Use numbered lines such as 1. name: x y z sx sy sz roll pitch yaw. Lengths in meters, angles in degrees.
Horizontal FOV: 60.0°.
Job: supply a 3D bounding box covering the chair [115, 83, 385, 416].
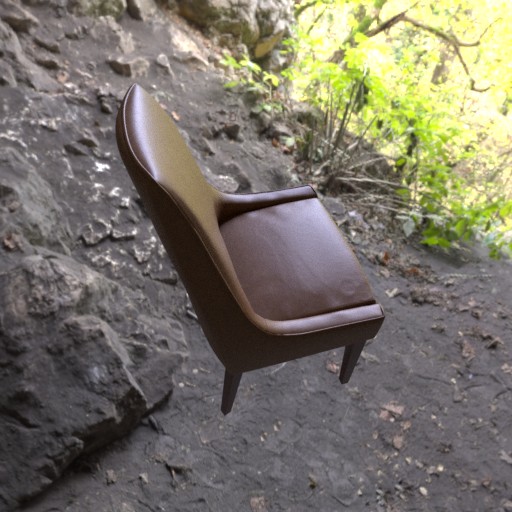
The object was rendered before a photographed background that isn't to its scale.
1. chair: 0.000 0.000 1.181 0.544 0.861 0.529 -12 49 -10
